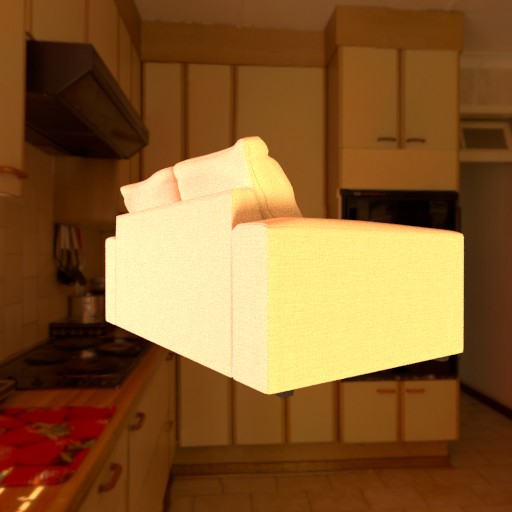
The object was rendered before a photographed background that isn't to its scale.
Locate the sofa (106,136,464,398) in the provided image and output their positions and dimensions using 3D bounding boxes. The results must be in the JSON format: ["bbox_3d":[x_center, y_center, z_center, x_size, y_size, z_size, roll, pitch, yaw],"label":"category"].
[{"bbox_3d":[0.000,0.000,2.337,1.091,0.875,1.754,0,0,-34],"label":"sofa"}]
